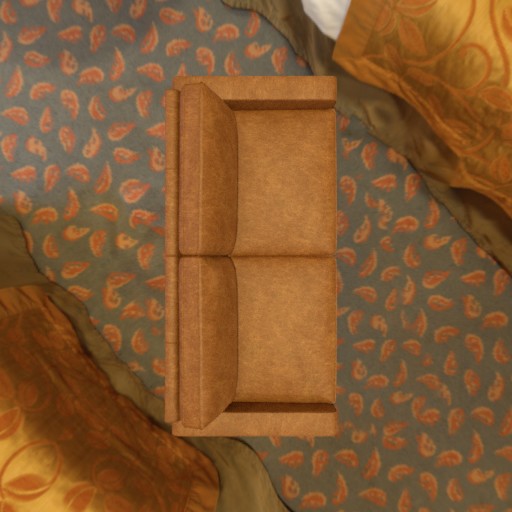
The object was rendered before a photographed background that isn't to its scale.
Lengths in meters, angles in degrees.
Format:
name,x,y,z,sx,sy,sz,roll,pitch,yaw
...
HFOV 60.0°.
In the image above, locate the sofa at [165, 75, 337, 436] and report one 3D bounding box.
name,x,y,z,sx,sy,sz,roll,pitch,yaw
sofa,0.000,0.000,2.716,0.991,0.928,2.156,0,90,0
